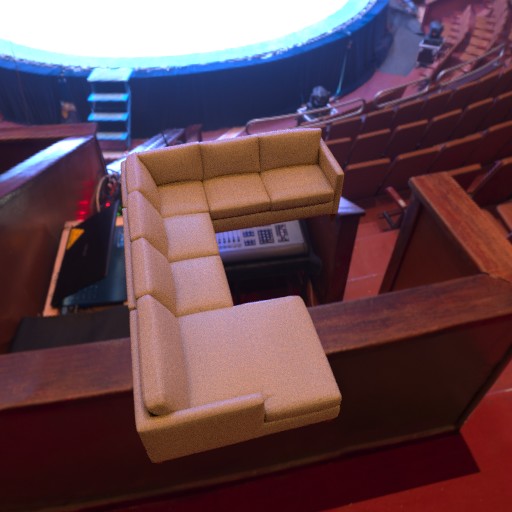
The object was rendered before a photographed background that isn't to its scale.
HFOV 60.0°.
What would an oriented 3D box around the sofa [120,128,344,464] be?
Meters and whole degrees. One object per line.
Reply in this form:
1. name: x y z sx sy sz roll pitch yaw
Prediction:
1. sofa: 0.000 0.000 4.630 2.594 0.961 3.460 -10 47 -10
